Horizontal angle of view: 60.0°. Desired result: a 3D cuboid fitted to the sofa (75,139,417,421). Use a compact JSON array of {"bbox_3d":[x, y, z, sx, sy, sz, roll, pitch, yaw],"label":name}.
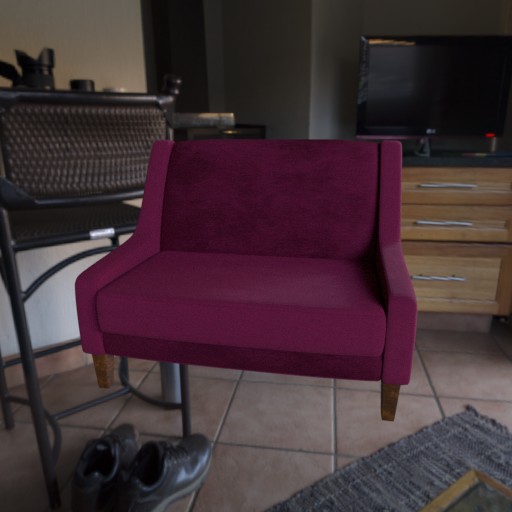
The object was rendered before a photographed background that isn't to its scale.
[{"bbox_3d":[0.000,0.000,1.932,1.242,0.976,0.946,3,16,11],"label":"sofa"}]
